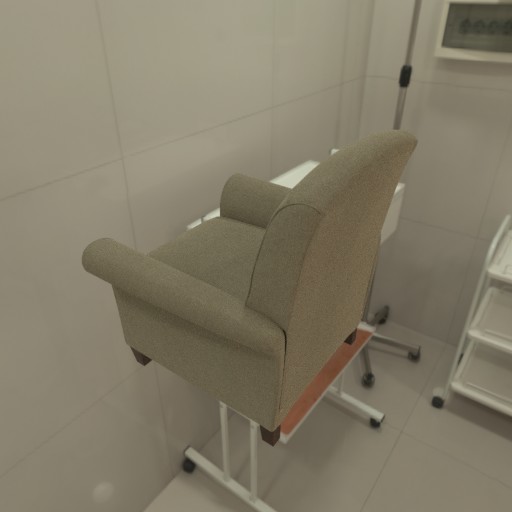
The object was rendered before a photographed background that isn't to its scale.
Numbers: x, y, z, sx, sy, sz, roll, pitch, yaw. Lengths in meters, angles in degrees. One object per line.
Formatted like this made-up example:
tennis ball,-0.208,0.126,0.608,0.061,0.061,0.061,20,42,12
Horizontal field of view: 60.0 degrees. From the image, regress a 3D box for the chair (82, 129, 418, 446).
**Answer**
chair,0.000,0.000,1.770,0.905,1.061,0.978,20,37,30
